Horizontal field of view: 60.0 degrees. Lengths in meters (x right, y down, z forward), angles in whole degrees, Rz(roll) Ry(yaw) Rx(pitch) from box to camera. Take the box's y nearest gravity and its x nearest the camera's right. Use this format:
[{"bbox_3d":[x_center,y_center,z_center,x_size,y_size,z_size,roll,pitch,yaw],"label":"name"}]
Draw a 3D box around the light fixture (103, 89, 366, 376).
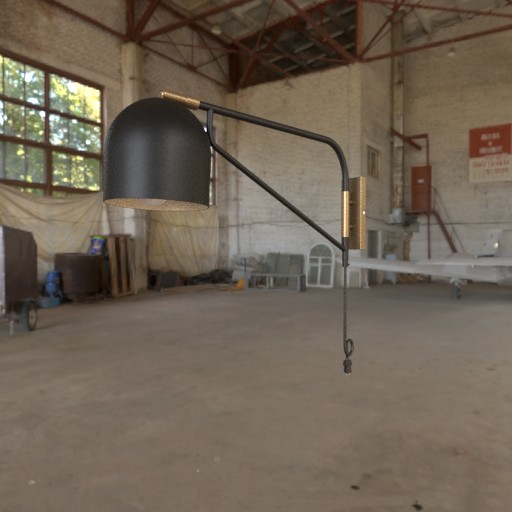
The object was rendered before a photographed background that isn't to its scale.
[{"bbox_3d":[0.000,0.000,1.067,0.720,0.696,0.215,-1,1,-37],"label":"light fixture"}]
